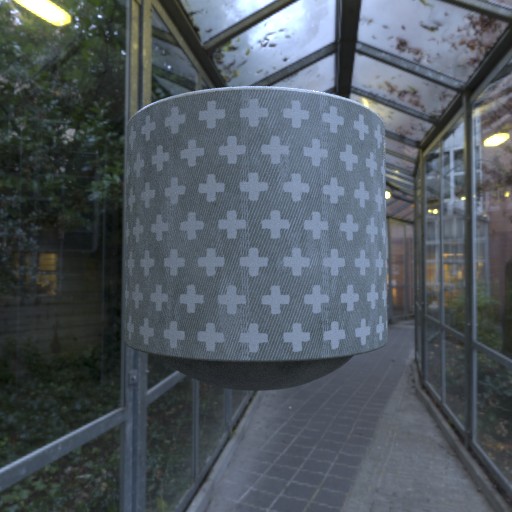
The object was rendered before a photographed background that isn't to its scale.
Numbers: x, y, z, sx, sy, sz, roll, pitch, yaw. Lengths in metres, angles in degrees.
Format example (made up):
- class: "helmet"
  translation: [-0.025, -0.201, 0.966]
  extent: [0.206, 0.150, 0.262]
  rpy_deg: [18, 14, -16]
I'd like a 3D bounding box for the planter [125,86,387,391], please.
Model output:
- class: "planter"
  translation: [0.000, 0.000, 0.442]
  extent: [0.250, 0.239, 0.250]
  rpy_deg: [0, -2, 0]
